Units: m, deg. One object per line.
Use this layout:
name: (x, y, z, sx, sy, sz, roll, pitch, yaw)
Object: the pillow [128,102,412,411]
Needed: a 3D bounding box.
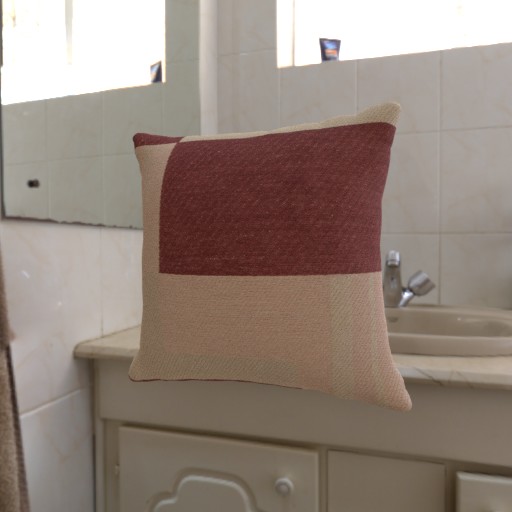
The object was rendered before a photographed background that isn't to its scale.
pillow: (0.000, 0.000, 0.806, 0.536, 0.506, 0.229, 0, 1, 19)
